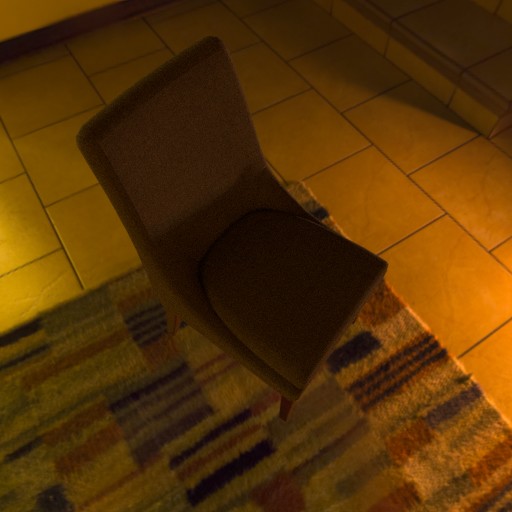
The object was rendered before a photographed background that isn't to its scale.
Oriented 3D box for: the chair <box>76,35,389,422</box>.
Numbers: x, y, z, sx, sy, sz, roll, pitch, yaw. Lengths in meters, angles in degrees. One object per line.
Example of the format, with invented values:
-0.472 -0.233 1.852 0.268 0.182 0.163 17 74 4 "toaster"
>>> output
0.000 0.000 1.310 0.655 0.952 0.508 33 65 18 "chair"
